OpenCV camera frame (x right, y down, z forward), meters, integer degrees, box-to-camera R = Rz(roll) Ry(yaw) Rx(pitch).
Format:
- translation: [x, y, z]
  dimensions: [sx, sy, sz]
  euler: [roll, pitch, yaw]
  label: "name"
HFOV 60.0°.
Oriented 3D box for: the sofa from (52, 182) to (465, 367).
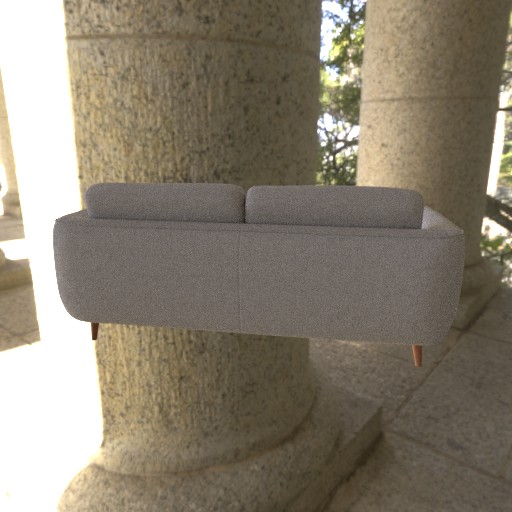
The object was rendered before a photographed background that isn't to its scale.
- translation: [0.000, 0.000, 2.457]
  dimensions: [2.000, 0.850, 0.920]
  euler: [3, 16, 9]
  label: "sofa"
